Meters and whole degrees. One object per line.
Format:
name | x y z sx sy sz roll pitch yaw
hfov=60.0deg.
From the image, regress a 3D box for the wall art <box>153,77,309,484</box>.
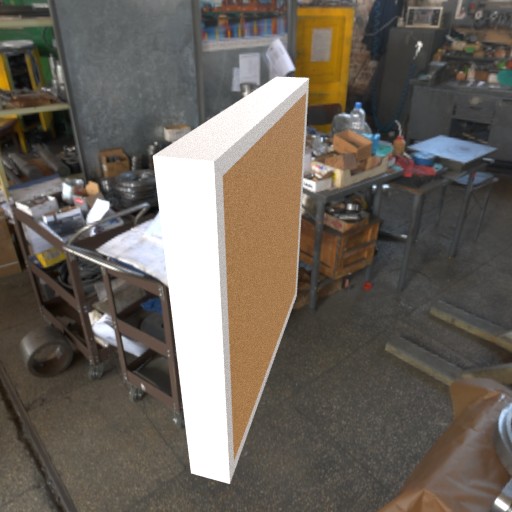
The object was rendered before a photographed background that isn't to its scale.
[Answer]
wall art | 0.000 0.000 0.457 0.038 0.302 0.305 8 31 14
